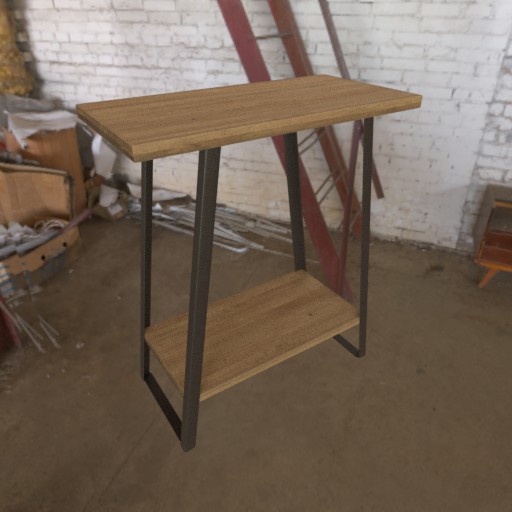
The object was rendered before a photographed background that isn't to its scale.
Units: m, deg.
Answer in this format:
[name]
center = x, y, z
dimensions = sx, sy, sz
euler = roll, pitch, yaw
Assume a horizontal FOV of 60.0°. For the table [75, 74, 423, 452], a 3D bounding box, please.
[table]
center = 0.000, 0.000, 1.030
dimensions = 0.599, 0.701, 0.300
euler = -19, 36, -28
